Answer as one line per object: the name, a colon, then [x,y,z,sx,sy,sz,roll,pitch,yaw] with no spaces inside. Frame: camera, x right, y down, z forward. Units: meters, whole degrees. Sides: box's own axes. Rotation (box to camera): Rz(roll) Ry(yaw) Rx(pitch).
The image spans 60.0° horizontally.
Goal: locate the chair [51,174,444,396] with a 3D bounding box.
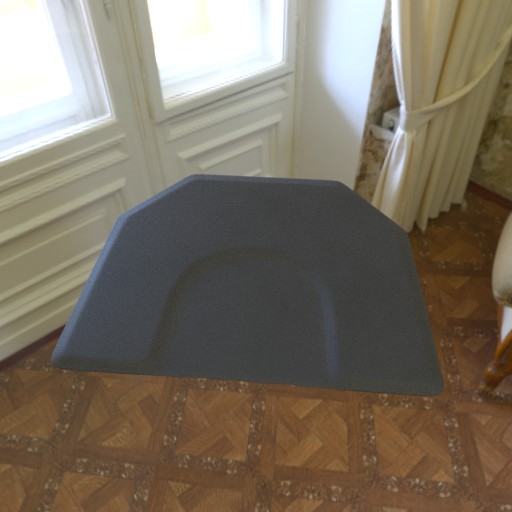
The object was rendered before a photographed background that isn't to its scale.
chair: [0.000,0.000,1.934,1.372,0.024,1.219,3,45,3]
